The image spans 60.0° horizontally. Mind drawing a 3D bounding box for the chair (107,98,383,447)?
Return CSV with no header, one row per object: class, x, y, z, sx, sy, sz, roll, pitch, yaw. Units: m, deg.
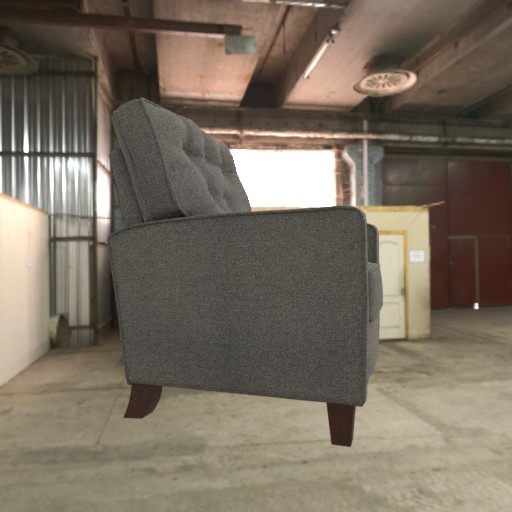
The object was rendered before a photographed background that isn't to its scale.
chair,0.000,0.000,1.407,0.775,0.889,0.650,0,0,18
